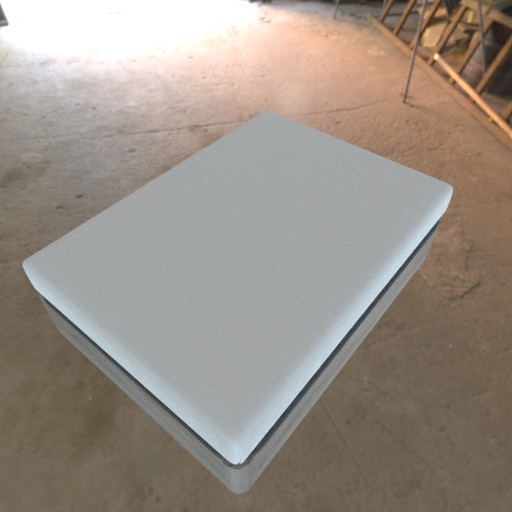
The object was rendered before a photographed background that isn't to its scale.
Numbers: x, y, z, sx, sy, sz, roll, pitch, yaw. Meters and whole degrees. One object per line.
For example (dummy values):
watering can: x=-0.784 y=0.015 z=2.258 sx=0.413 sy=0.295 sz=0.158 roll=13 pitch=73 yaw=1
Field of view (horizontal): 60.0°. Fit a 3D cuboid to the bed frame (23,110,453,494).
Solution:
bed frame: x=0.000 y=0.000 z=2.501 sx=1.400 sy=0.561 sz=1.900 roll=31 pitch=54 yaw=26
